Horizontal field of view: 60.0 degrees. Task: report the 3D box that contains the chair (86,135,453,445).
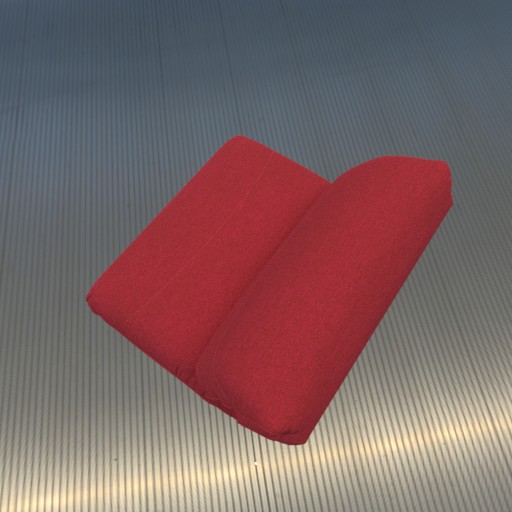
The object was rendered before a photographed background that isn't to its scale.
[{"bbox_3d":[0.000,0.000,1.324,0.780,0.580,0.820,33,69,14],"label":"chair"}]
